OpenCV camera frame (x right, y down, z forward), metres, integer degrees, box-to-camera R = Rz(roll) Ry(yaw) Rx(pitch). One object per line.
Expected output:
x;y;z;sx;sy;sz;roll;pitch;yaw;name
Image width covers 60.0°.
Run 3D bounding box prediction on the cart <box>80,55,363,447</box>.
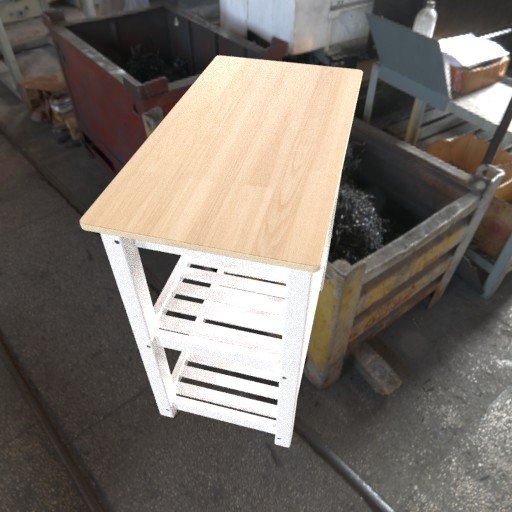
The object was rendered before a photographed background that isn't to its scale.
0.000;0.000;1.420;0.457;0.927;0.899;10;46;10;cart
